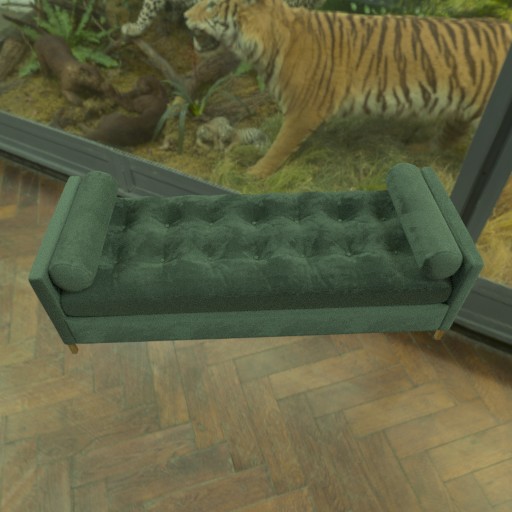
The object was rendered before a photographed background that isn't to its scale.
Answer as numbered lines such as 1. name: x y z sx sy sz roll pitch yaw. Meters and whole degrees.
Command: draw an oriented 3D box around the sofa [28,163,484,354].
1. sofa: 0.000 0.000 2.476 2.102 0.705 0.796 -2 46 -2
